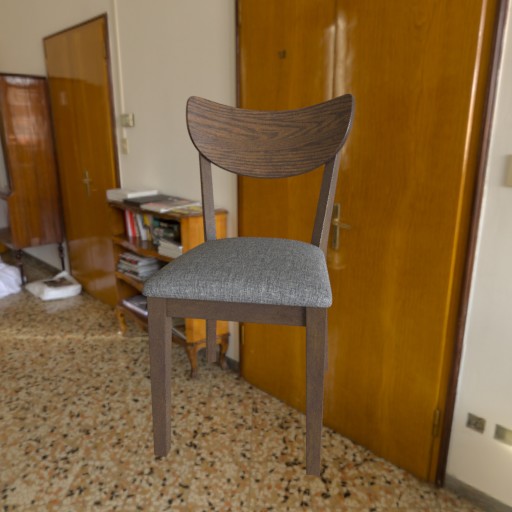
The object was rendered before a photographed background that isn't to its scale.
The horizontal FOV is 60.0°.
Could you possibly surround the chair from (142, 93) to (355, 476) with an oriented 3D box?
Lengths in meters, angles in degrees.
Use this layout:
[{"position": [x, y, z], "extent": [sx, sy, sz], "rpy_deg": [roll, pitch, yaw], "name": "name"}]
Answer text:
[{"position": [0.000, 0.000, 1.189], "extent": [0.491, 0.849, 0.583], "rpy_deg": [3, 16, 10], "name": "chair"}]
